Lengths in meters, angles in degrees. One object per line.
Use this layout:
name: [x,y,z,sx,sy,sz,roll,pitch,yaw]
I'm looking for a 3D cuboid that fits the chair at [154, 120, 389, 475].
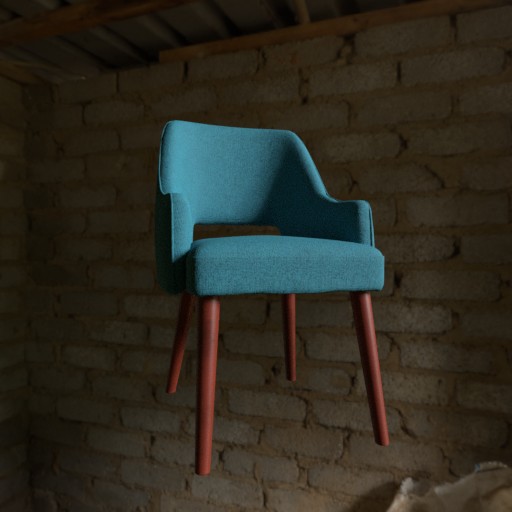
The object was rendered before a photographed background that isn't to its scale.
chair: [0.000,0.000,1.212,0.548,0.849,0.605,0,1,-18]
